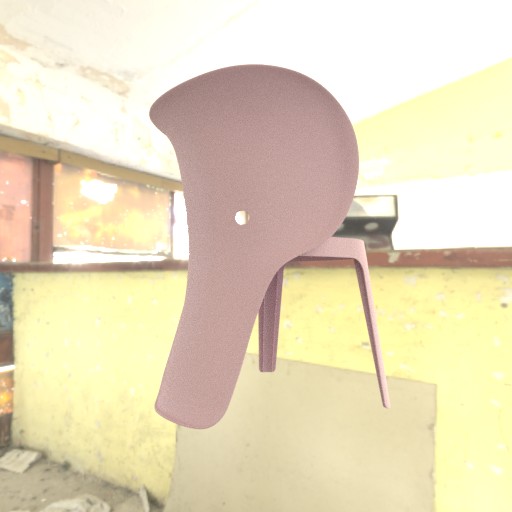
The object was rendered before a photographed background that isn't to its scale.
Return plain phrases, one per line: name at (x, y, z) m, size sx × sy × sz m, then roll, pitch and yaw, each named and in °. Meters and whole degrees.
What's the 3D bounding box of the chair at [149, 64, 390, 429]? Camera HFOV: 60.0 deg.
chair at (0.000, 0.000, 0.866) m, size 0.402 × 0.554 × 0.451 m, roll 2°, pitch -3°, yaw -36°
